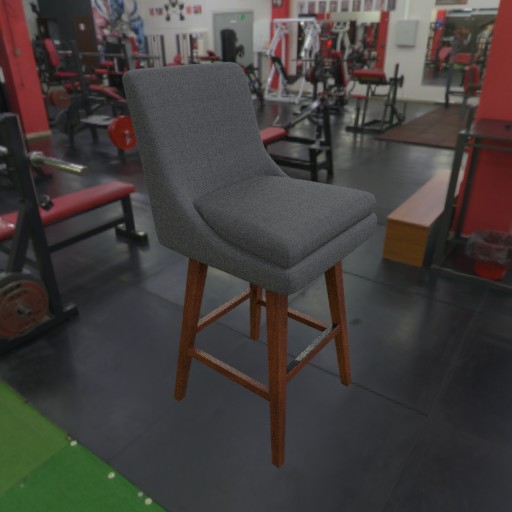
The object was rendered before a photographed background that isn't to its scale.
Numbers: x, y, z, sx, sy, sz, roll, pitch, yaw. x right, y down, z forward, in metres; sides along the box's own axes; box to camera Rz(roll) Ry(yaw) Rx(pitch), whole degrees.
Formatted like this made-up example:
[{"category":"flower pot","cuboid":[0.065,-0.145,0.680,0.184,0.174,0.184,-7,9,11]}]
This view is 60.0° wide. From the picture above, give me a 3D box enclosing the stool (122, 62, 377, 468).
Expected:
[{"category":"stool","cuboid":[0.000,0.000,1.254,0.524,0.977,0.447,20,33,33]}]
